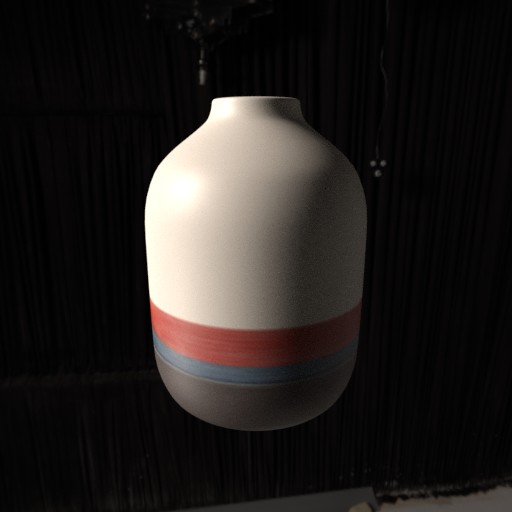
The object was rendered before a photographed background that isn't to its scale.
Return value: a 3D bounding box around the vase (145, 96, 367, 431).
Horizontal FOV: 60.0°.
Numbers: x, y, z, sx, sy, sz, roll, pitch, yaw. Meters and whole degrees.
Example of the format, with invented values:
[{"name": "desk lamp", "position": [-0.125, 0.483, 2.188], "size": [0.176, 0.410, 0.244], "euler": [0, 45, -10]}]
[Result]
[{"name": "vase", "position": [0.000, 0.000, 0.355], "size": [0.169, 0.237, 0.169], "euler": [0, 16, 0]}]
